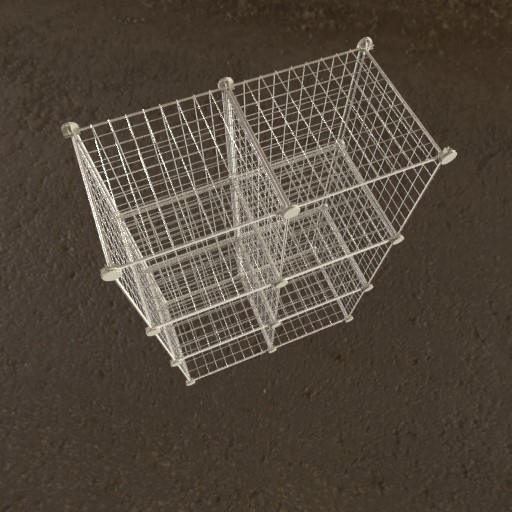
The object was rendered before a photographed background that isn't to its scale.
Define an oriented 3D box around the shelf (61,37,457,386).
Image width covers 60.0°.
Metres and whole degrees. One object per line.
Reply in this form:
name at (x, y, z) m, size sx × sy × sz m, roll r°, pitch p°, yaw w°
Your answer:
shelf at (0.000, 0.000, 1.355) m, size 0.711 × 1.067 × 0.356 m, roll -20°, pitch 66°, yaw -9°
